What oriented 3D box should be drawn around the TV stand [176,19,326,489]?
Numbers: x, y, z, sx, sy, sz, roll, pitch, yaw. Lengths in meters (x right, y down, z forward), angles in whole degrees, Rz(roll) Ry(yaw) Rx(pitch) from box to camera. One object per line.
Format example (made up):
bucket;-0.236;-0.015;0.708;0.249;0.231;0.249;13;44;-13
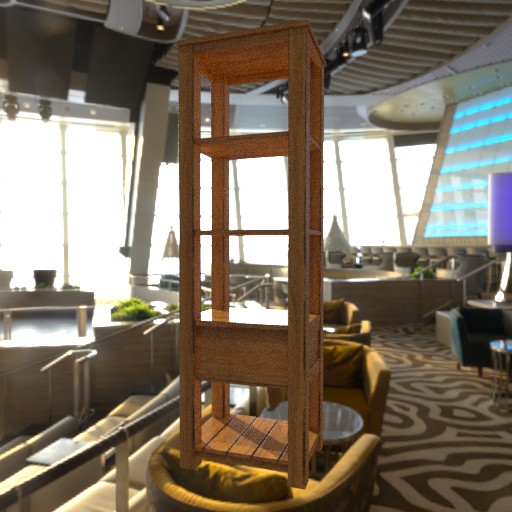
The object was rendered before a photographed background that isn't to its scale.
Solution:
TV stand;0.000;0.000;2.010;0.565;1.828;0.435;0;1;18
